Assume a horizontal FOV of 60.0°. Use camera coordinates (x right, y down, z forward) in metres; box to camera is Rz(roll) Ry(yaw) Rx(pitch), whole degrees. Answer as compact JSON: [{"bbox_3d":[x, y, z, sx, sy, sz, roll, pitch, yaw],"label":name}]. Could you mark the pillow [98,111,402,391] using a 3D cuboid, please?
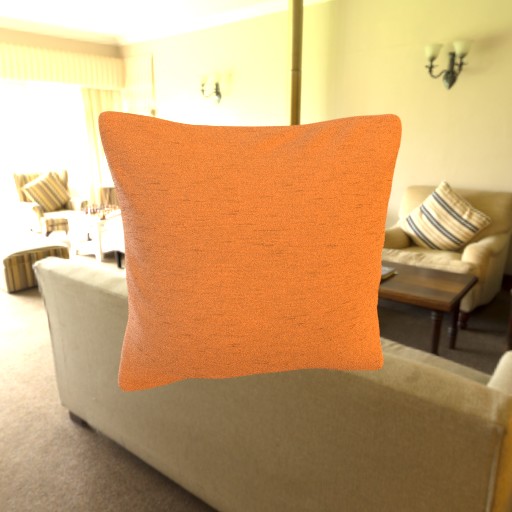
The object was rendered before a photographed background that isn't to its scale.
[{"bbox_3d":[0.000,0.000,0.670,0.432,0.415,0.246,-2,15,-8],"label":"pillow"}]
